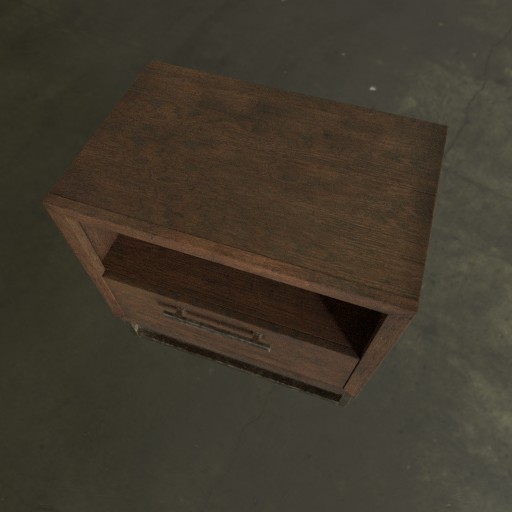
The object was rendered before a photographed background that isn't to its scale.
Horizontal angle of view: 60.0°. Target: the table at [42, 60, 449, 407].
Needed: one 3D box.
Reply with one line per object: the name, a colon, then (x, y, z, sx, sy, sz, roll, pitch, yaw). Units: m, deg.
table: (0.000, 0.000, 1.280, 0.767, 0.746, 0.542, 16, 59, 10)
